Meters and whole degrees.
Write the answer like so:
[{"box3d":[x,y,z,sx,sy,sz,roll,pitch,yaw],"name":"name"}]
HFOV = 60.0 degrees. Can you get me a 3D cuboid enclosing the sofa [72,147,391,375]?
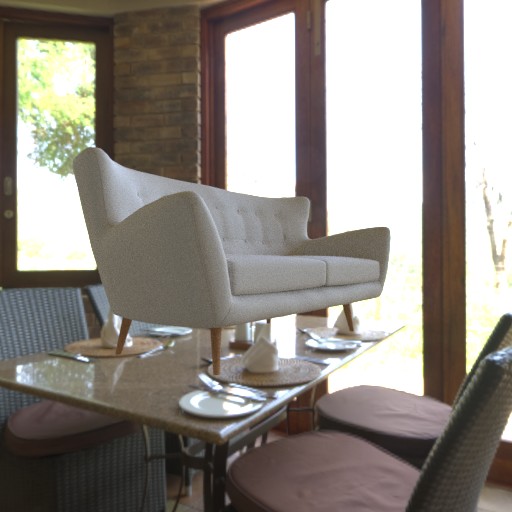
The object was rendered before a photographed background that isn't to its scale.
[{"box3d":[0.000,0.000,2.427,0.899,0.890,1.930,0,-1,36],"name":"sofa"}]
